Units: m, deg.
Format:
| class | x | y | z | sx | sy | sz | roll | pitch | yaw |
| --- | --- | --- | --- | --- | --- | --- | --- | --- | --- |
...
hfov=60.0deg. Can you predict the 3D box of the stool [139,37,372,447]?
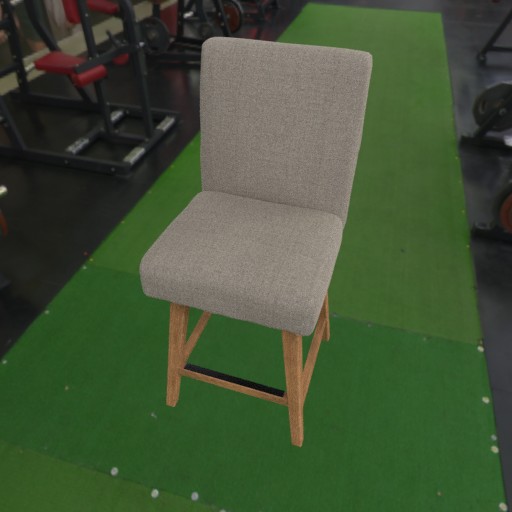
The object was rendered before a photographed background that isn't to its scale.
| class | x | y | z | sx | sy | sz | roll | pitch | yaw |
| --- | --- | --- | --- | --- | --- | --- | --- | --- | --- |
| stool | 0.000 | 0.000 | 1.260 | 0.459 | 1.010 | 0.526 | 12 | 43 | 14 |
